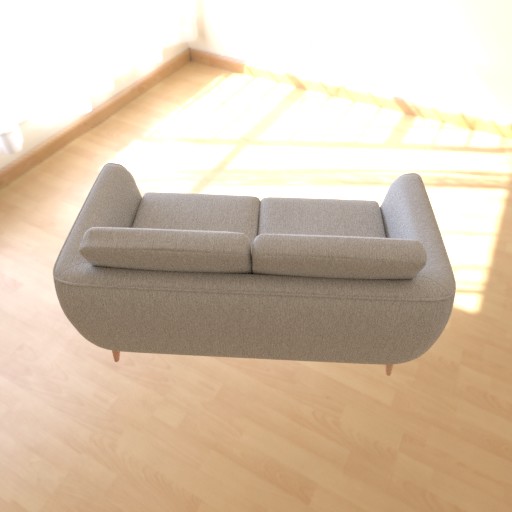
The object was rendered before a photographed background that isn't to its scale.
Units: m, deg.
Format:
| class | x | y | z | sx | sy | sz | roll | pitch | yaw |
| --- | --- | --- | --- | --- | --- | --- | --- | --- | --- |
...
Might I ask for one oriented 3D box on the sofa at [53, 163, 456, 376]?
| class | x | y | z | sx | sy | sz | roll | pitch | yaw |
| --- | --- | --- | --- | --- | --- | --- | --- | --- | --- |
| sofa | 0.000 | 0.000 | 2.204 | 1.700 | 0.850 | 0.920 | 2 | 47 | 2 |
